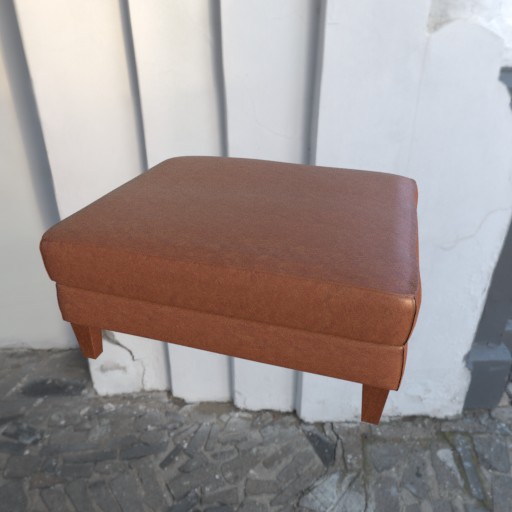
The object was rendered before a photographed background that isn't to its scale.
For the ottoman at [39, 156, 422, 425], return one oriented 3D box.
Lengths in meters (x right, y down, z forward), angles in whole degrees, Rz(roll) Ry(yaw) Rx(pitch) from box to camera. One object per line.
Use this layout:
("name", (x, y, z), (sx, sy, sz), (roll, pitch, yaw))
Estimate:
("ottoman", (0.000, 0.000, 1.471), (0.987, 0.472, 0.836), (8, 29, 15))
